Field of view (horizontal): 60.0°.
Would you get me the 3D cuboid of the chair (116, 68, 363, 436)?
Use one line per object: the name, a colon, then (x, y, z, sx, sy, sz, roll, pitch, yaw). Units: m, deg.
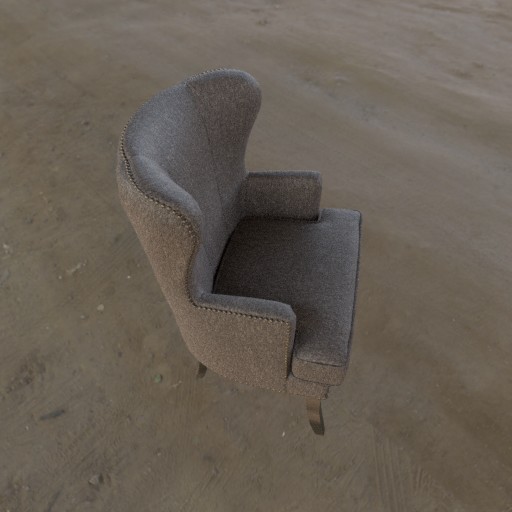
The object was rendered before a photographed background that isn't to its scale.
chair: (0.000, 0.000, 1.616, 0.758, 1.060, 0.759, 9, 47, 9)
